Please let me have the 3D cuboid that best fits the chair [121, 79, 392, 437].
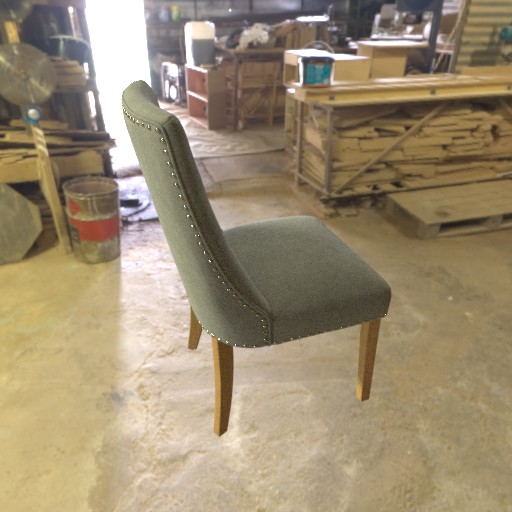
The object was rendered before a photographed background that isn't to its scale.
[{"bbox_3d":[0.000,0.000,1.250,0.610,0.902,0.495,-10,31,-16],"label":"chair"}]
